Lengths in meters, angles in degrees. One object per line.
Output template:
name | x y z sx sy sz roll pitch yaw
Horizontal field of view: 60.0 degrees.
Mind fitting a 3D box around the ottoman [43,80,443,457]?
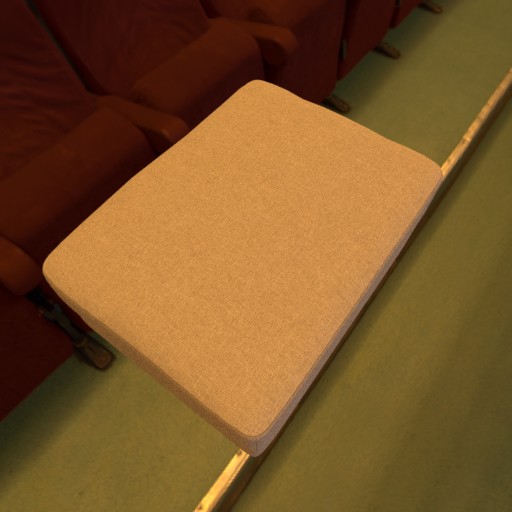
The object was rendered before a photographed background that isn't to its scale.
ottoman | 0.000 0.000 1.302 0.677 0.519 0.898 32 64 18
